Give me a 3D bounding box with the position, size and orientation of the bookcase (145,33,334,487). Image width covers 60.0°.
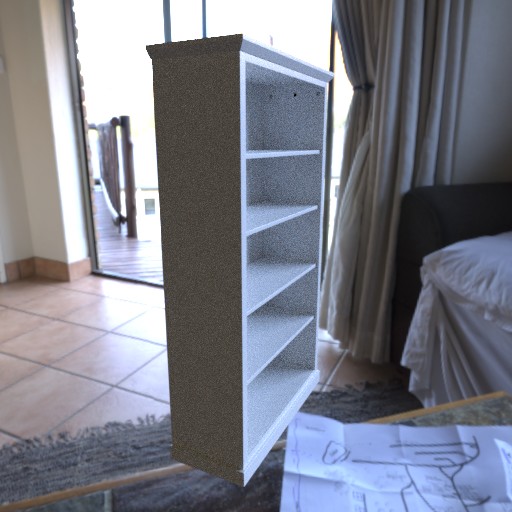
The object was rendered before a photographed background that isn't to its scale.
[{"bbox_3d":[0.000,0.000,2.308,0.432,1.880,1.050,7,16,26],"label":"bookcase"}]
